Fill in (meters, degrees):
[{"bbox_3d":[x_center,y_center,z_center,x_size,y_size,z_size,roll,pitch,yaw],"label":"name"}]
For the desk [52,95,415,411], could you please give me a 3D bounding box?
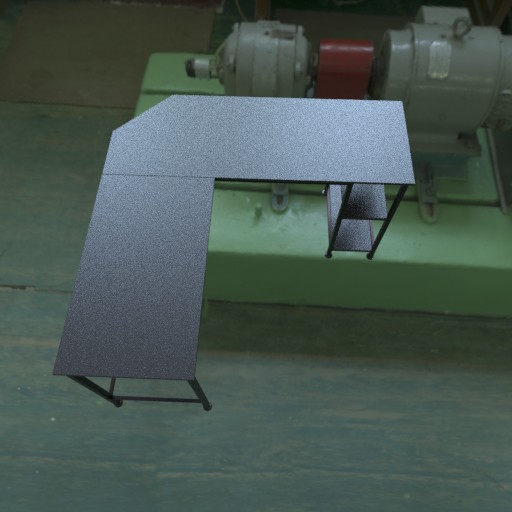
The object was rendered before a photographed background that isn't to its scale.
[{"bbox_3d":[0.000,0.000,2.190,1.379,0.739,1.379,2,62,1],"label":"desk"}]
